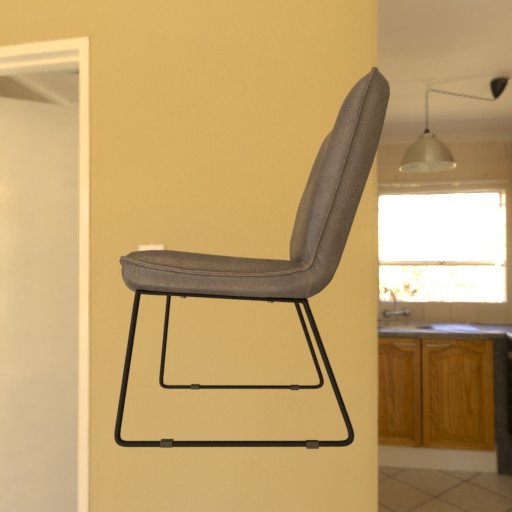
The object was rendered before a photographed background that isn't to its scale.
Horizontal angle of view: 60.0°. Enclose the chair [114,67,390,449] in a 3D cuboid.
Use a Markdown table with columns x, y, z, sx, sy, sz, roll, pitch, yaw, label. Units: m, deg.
| x | y | z | sx | sy | sz | roll | pitch | yaw | label |
| --- | --- | --- | --- | --- | --- | --- | --- | --- | --- |
| 0.000 | 0.000 | 1.323 | 0.688 | 0.932 | 0.515 | 0 | -1 | 0 | chair |
